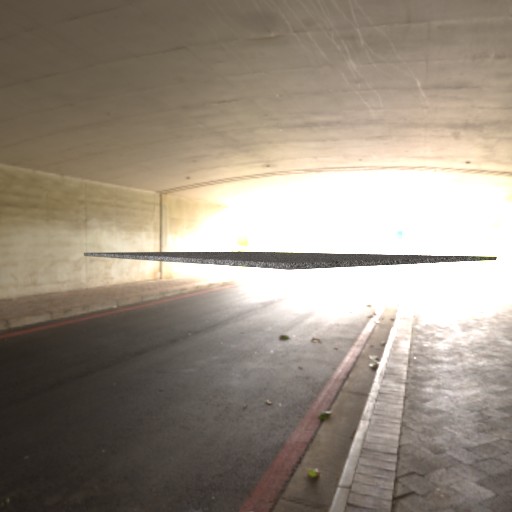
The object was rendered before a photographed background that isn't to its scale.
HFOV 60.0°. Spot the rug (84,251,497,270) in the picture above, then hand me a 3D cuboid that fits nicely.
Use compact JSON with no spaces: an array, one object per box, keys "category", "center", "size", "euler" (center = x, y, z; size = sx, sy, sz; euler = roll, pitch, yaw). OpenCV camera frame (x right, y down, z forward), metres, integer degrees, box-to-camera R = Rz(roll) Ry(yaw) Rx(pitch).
[{"category":"rug","center":[0.000,0.000,2.870],"size":[1.502,0.025,2.350],"euler":[-1,2,-37]}]
